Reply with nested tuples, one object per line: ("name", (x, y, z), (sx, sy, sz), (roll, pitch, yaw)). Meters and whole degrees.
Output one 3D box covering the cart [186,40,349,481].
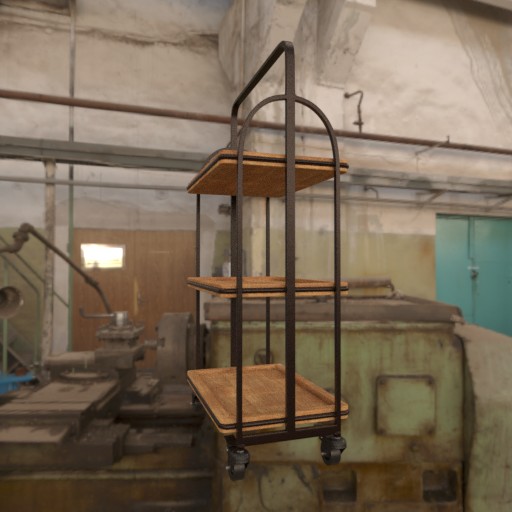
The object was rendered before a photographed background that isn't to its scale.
("cart", (0.000, 0.000, 1.243), (0.327, 1.001, 0.553), (0, -1, -18))
